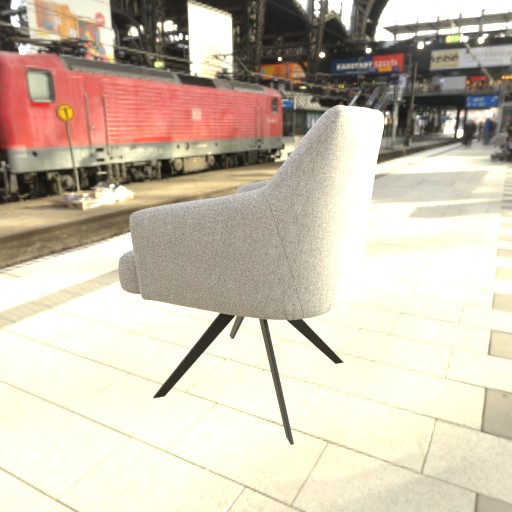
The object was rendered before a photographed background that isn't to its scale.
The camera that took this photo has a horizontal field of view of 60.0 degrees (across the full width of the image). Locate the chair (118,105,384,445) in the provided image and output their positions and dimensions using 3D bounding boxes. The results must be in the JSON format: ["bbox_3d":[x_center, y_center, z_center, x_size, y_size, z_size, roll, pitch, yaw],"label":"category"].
[{"bbox_3d":[0.000,0.000,1.389,0.677,0.874,0.642,8,18,26],"label":"chair"}]
